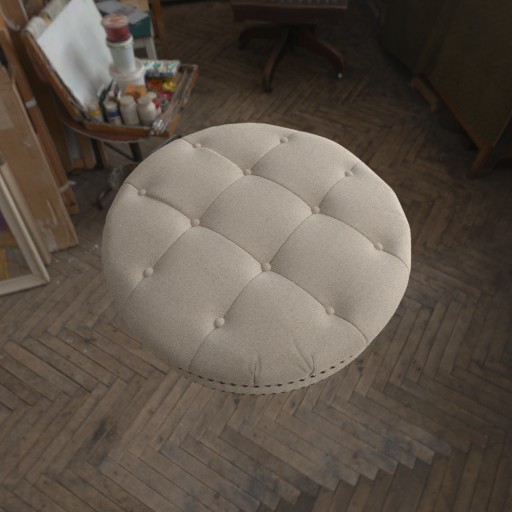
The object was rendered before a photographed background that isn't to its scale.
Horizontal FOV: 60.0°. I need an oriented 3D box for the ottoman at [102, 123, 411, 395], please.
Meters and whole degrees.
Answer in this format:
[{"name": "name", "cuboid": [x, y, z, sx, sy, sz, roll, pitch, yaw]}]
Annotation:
[{"name": "ottoman", "cuboid": [0.000, 0.000, 1.484, 0.940, 0.483, 0.940, 0, 57, 0]}]
